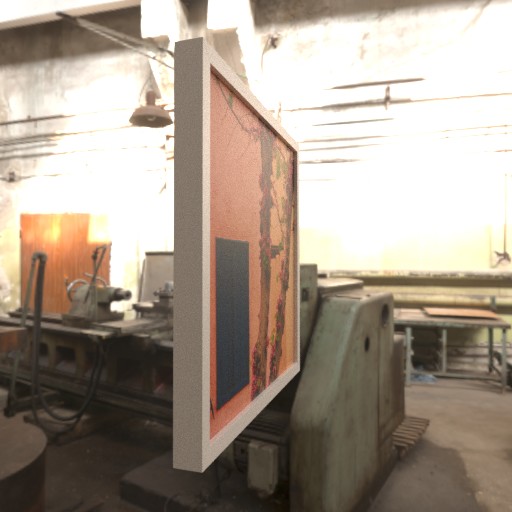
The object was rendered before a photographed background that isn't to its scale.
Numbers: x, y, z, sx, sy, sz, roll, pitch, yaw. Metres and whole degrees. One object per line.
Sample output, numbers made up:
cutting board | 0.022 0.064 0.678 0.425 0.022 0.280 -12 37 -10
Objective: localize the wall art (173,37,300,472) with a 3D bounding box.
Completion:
wall art | 0.000 0.000 0.763 0.038 0.508 0.507 0 -1 18
